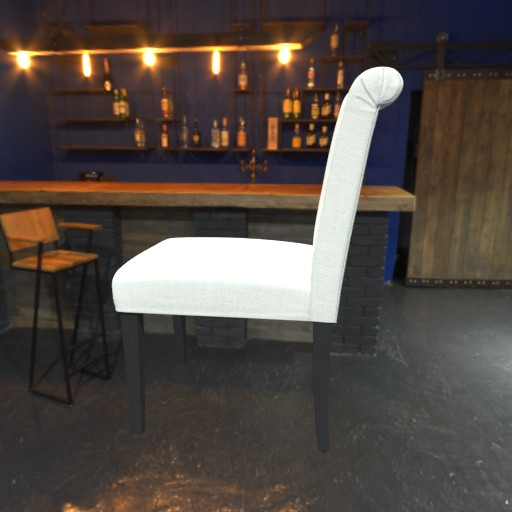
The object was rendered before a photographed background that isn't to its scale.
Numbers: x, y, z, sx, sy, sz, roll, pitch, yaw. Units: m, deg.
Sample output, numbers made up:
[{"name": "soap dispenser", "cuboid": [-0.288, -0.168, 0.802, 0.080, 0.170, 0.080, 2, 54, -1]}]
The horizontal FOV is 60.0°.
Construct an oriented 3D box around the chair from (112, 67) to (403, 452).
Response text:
[{"name": "chair", "cuboid": [0.000, 0.000, 1.320, 0.708, 0.976, 0.452, 2, 15, 8]}]
